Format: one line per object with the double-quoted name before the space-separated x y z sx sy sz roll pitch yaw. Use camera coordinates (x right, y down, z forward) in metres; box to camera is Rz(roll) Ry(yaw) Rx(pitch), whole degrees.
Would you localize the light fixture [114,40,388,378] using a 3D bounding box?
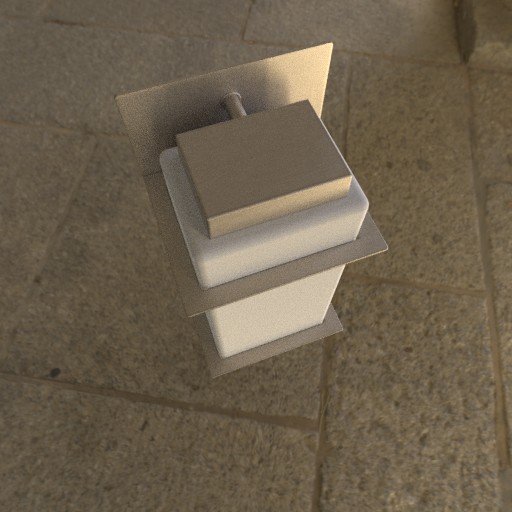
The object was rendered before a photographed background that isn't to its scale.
"light fixture" 0.000 0.000 0.465 0.168 0.380 0.160 -18 64 -9
